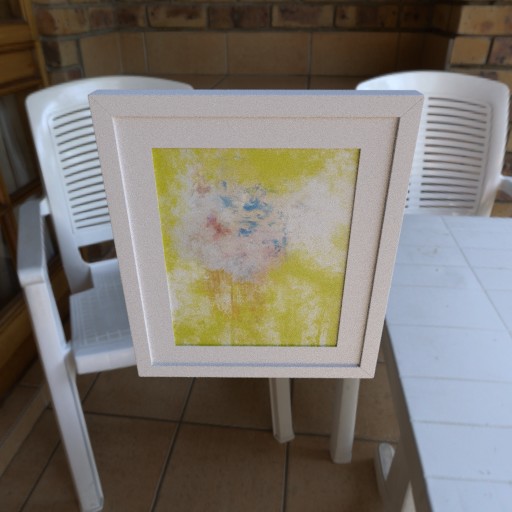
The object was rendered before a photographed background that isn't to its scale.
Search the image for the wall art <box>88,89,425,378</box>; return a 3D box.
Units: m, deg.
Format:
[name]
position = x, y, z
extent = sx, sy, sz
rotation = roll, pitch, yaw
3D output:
[wall art]
position = 0.000, 0.000, 0.541
extent = 0.331, 0.381, 0.028
rotation = 0, 30, 0
